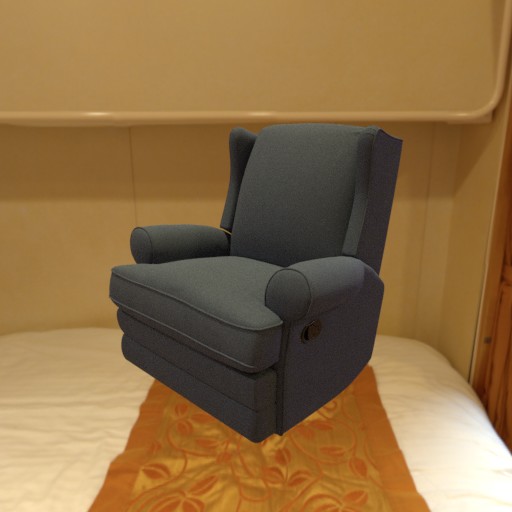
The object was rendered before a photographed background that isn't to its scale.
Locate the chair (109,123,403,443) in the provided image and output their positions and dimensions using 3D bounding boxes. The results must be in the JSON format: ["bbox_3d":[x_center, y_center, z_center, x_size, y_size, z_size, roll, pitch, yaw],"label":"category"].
[{"bbox_3d":[0.000,0.000,1.761,0.971,1.020,0.877,15,21,42],"label":"chair"}]
